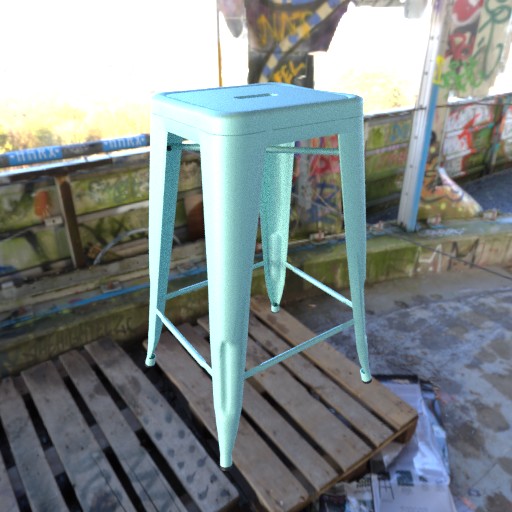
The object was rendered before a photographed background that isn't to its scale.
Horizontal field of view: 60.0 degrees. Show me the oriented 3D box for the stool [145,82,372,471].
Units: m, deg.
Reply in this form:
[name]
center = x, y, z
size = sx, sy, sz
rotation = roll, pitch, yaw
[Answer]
[stool]
center = 0.000, 0.000, 0.881
size = 0.399, 0.609, 0.359
rotation = -19, 33, -31
